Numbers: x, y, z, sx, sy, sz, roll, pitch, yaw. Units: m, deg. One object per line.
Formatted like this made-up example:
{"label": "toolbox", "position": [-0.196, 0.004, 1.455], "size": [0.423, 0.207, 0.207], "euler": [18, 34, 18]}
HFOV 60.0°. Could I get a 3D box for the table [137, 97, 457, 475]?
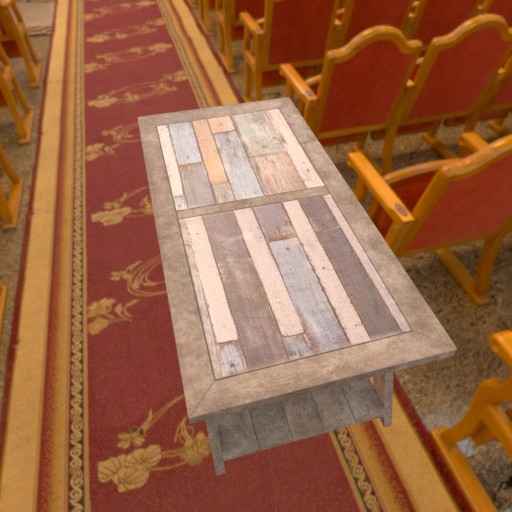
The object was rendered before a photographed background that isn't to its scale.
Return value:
{"label": "table", "position": [0.000, 0.000, 1.516], "size": [0.610, 0.470, 1.219], "euler": [-11, 48, -10]}
